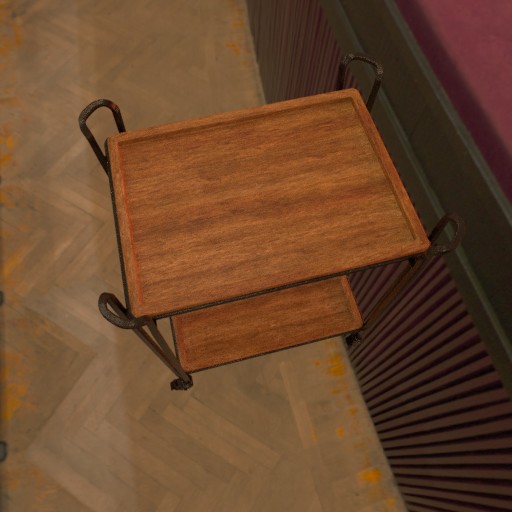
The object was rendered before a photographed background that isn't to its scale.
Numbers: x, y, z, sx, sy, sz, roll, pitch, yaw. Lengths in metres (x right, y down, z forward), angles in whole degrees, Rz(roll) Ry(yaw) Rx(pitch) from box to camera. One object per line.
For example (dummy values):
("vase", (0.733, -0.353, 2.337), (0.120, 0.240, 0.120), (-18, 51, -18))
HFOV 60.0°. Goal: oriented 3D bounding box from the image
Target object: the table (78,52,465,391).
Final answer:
("table", (0.000, 0.000, 1.203), (0.672, 0.785, 0.505), (-13, 66, -6))
